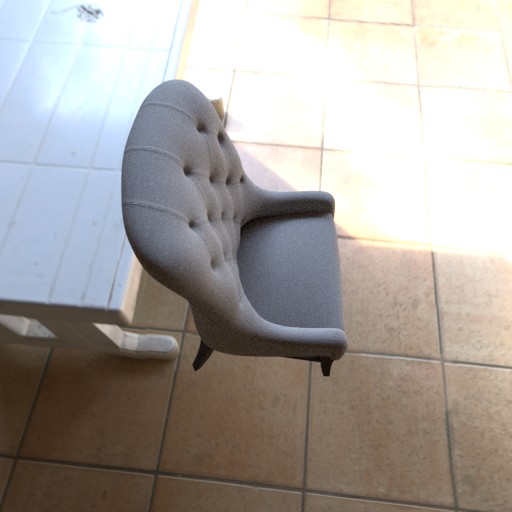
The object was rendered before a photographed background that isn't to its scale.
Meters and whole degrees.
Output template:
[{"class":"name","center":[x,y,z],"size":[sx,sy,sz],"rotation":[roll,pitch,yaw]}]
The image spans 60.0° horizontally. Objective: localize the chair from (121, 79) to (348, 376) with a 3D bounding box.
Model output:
[{"class":"chair","center":[0.000,0.000,1.512],"size":[0.629,1.091,0.634],"rotation":[0,63,0]}]
